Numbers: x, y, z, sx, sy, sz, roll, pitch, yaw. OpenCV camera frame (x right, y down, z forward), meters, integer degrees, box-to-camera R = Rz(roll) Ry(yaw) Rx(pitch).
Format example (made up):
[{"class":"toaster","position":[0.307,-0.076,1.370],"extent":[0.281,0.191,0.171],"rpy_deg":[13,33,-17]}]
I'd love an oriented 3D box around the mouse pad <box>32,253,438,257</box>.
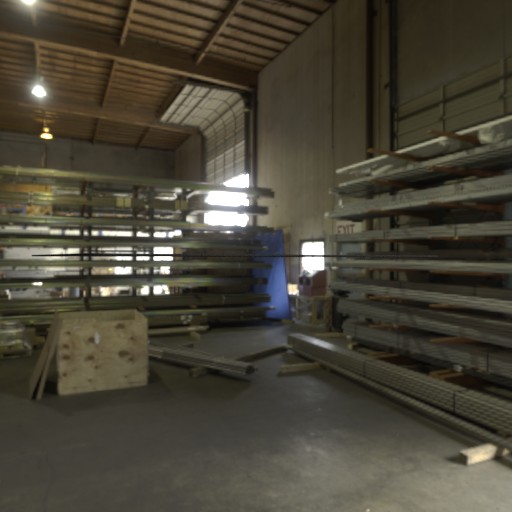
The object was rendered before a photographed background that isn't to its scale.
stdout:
[{"class":"mouse pad","position":[0.000,0.000,1.058],"extent":[0.907,0.003,0.424],"rpy_deg":[0,0,-37]}]
